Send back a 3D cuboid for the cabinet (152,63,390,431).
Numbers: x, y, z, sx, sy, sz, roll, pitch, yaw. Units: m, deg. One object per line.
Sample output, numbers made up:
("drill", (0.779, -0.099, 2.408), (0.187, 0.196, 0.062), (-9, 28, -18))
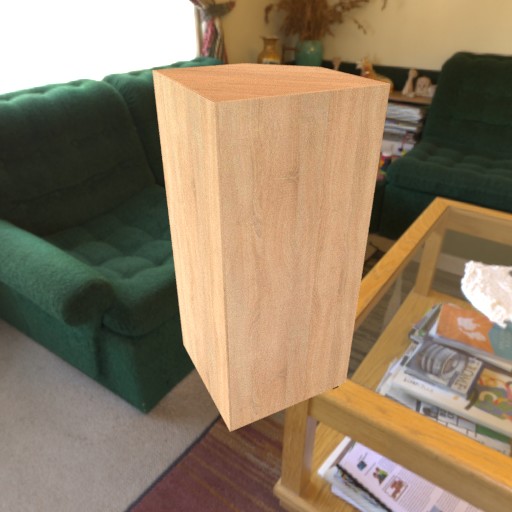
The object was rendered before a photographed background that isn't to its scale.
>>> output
("cabinet", (0.000, 0.000, 2.833), (1.327, 2.120, 1.094), (10, 33, 15))
